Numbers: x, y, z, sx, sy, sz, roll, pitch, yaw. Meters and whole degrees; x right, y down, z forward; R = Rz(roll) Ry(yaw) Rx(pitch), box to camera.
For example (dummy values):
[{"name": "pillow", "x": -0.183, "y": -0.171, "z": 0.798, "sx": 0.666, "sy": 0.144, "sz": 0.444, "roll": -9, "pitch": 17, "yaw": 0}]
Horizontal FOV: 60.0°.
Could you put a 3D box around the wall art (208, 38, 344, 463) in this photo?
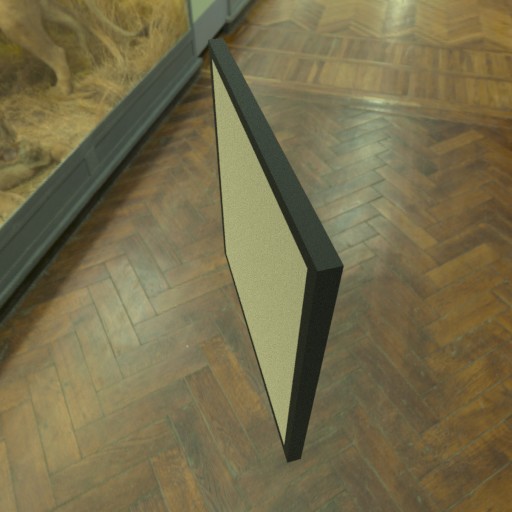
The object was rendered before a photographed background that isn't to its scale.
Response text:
[{"name": "wall art", "x": 0.000, "y": 0.000, "z": 0.445, "sx": 0.015, "sy": 0.304, "sz": 0.306, "roll": -11, "pitch": 49, "yaw": -10}]
